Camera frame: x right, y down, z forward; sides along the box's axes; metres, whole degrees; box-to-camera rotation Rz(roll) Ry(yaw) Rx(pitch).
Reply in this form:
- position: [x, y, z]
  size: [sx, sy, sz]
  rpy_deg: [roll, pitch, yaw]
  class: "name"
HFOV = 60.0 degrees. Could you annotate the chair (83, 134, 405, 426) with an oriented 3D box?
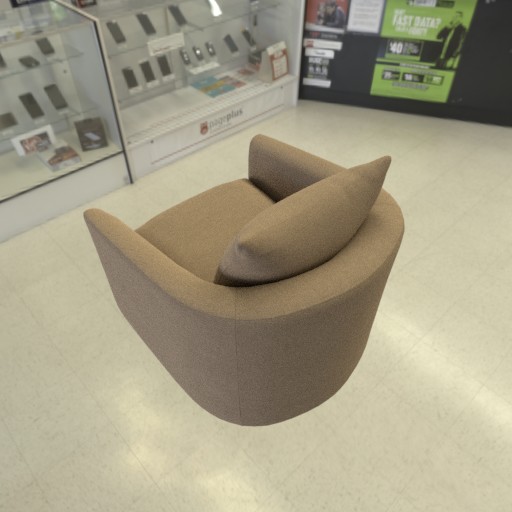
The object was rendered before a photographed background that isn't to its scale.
- position: [0.000, 0.000, 1.588]
  size: [0.845, 0.848, 0.910]
  rpy_deg: [-31, 53, -27]
  class: "chair"
